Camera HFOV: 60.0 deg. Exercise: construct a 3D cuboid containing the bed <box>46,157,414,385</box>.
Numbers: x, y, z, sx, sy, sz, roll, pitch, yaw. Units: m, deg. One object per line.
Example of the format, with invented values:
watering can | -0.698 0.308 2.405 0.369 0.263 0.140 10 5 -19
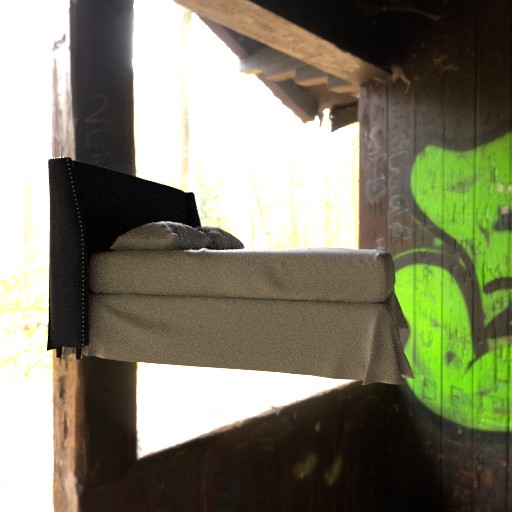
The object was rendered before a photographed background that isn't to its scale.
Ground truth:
bed | 0.000 0.000 3.442 2.276 1.332 1.925 0 1 18
